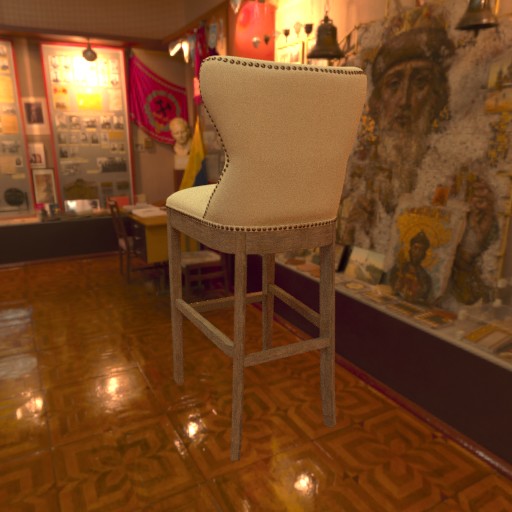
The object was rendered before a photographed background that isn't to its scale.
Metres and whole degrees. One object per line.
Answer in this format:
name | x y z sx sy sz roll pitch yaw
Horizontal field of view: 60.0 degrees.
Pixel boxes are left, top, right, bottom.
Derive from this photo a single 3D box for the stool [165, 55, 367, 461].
stool | 0.000 0.000 1.455 0.494 1.123 0.606 -7 17 -26
